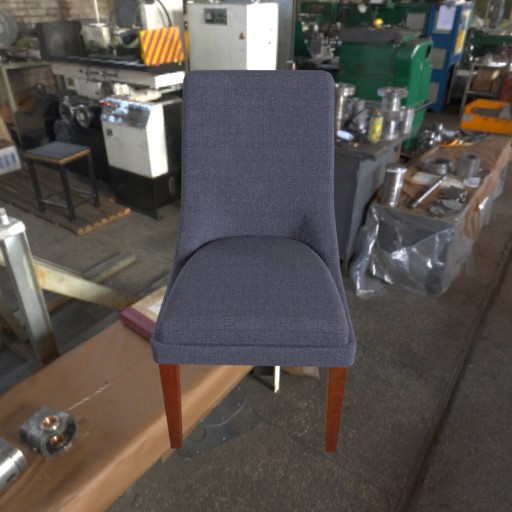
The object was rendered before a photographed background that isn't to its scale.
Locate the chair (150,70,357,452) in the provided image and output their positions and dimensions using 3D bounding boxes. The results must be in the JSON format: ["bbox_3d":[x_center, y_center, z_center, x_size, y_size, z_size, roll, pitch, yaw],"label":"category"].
[{"bbox_3d":[0.000,0.000,1.322,0.508,0.952,0.655,1,30,1],"label":"chair"}]
